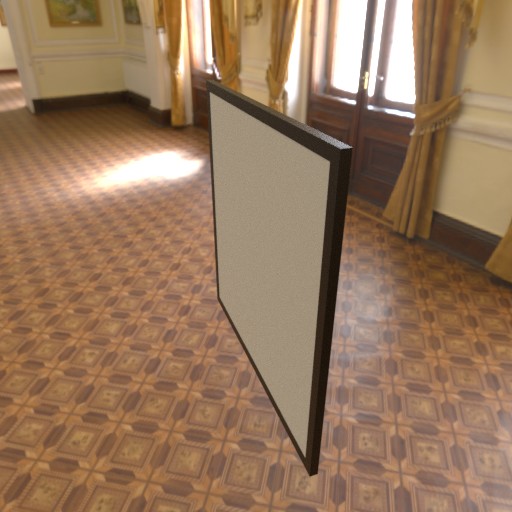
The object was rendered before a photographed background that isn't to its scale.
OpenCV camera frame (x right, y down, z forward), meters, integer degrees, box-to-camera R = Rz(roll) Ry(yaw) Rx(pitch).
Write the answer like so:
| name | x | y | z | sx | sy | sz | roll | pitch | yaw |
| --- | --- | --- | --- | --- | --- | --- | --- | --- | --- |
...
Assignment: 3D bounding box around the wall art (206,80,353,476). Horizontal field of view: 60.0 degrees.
| name | x | y | z | sx | sy | sz | roll | pitch | yaw |
| --- | --- | --- | --- | --- | --- | --- | --- | --- | --- |
| wall art | 0.000 | 0.000 | 1.218 | 0.022 | 0.807 | 0.807 | -10 | 31 | -18 |
